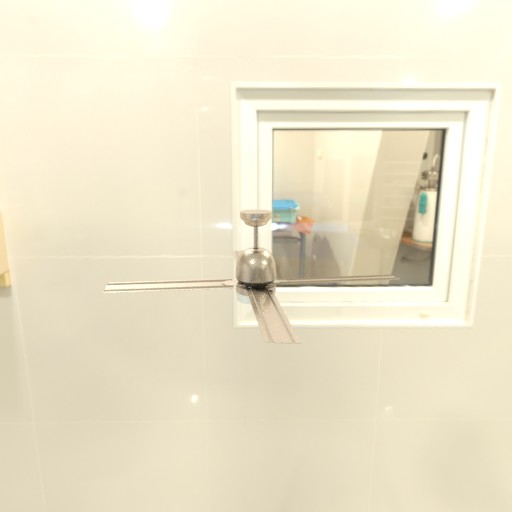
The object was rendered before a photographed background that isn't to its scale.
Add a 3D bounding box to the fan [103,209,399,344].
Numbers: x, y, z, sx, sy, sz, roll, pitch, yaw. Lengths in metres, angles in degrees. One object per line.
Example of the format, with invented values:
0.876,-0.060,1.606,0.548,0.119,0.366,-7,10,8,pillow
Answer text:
0.000,0.000,2.020,1.346,0.406,1.346,-2,14,-9,fan
